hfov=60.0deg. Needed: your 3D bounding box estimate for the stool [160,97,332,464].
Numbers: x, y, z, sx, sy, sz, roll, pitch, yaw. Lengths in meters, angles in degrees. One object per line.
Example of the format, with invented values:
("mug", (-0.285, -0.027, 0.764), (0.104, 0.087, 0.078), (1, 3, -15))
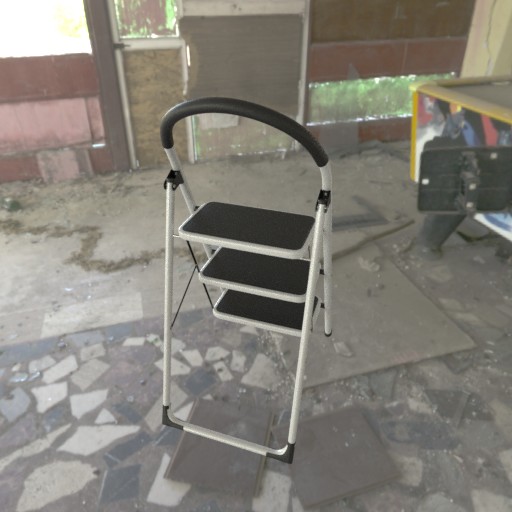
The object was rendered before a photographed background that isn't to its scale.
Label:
("stool", (0.000, 0.000, 1.475), (0.485, 1.109, 0.676), (10, 33, 16))
